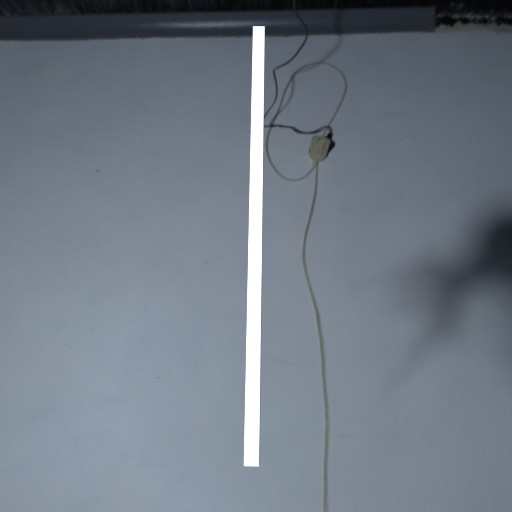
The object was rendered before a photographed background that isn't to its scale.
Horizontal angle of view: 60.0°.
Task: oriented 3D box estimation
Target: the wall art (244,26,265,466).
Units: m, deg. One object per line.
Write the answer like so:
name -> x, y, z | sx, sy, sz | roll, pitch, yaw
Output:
wall art -> 0.000, 0.000, 1.193 | 0.027, 0.610, 0.932 | 1, 74, 0
